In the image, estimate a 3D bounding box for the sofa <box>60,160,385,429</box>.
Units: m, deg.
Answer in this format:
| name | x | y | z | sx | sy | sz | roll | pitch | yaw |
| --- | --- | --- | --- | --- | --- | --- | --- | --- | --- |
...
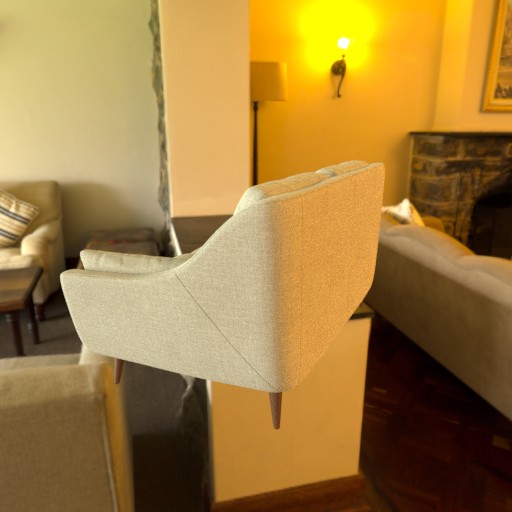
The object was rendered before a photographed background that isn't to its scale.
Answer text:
| name | x | y | z | sx | sy | sz | roll | pitch | yaw |
| --- | --- | --- | --- | --- | --- | --- | --- | --- | --- |
| sofa | 0.000 | 0.000 | 2.237 | 0.965 | 0.888 | 1.652 | 8 | 18 | 26 |
